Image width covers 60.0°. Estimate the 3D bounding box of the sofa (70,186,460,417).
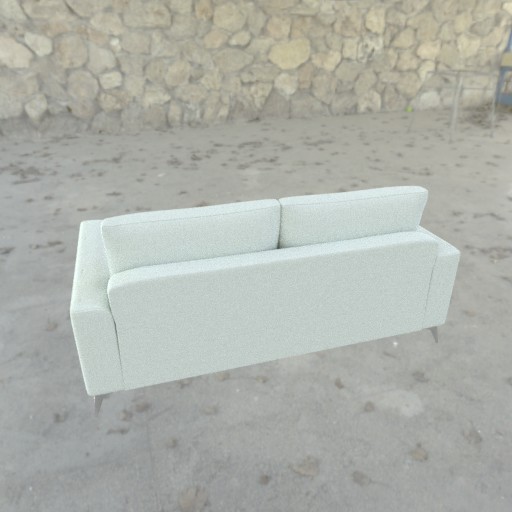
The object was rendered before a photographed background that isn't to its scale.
[{"bbox_3d":[0.000,0.000,2.194,1.650,0.790,0.920,-8,27,-15],"label":"sofa"}]
